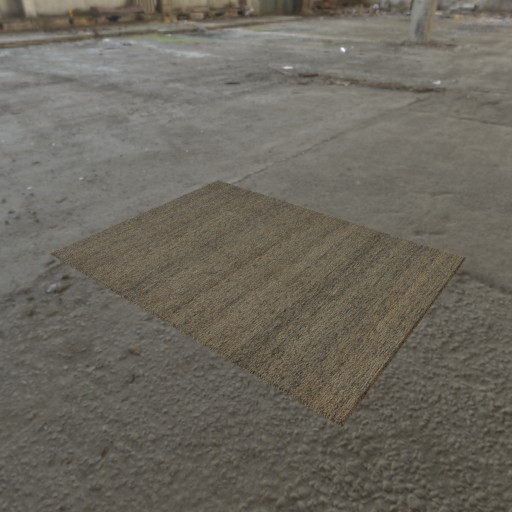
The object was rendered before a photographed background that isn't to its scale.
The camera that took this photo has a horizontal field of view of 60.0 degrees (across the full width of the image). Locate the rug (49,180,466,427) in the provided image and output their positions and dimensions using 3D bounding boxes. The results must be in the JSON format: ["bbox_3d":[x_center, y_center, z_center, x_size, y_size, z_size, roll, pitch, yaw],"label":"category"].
[{"bbox_3d":[0.000,0.000,4.257,3.199,0.036,2.414,22,38,32],"label":"rug"}]
